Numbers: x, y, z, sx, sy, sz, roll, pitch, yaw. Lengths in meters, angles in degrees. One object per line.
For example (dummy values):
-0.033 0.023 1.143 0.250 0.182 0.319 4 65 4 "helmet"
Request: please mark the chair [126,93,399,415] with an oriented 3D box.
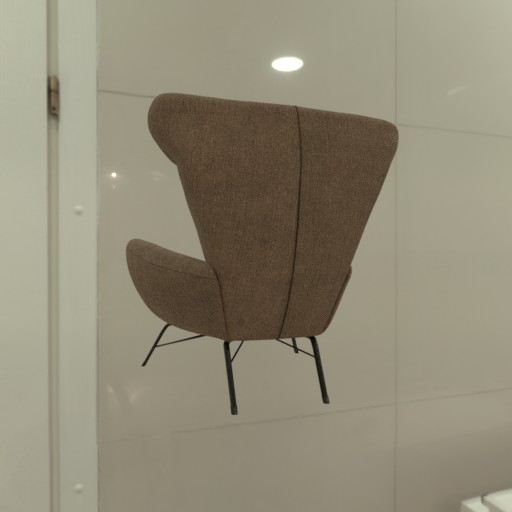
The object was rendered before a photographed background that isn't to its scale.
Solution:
0.000 0.000 1.807 0.980 1.040 0.900 0 1 -20 "chair"
